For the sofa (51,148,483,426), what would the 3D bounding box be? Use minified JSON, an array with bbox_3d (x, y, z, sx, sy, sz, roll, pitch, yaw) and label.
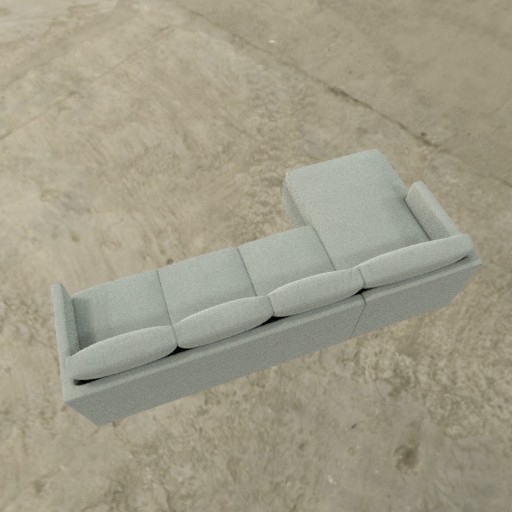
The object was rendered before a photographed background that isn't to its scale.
[{"bbox_3d":[0.000,0.000,3.770,3.205,0.922,1.650,-16,59,-10],"label":"sofa"}]
